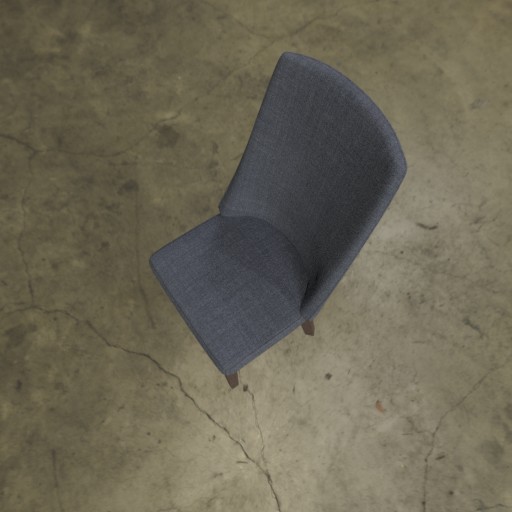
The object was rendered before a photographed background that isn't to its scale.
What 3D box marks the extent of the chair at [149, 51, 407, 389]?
[{"bbox_3d":[0.000,0.000,1.385,0.577,1.050,0.510,-33,69,-14],"label":"chair"}]
